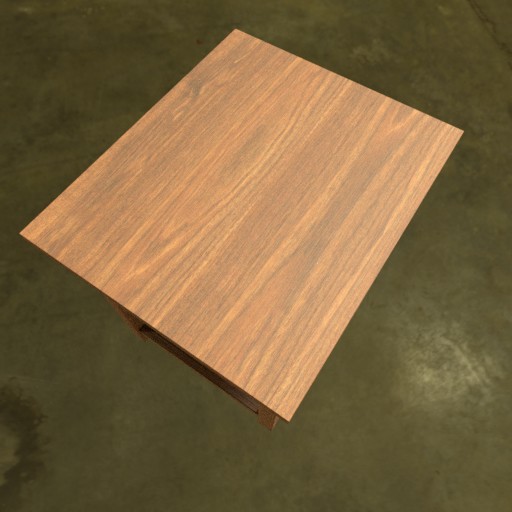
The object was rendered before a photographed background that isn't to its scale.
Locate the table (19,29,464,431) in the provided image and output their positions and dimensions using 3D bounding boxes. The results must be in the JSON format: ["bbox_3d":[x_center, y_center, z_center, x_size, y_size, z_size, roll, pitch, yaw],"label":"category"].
[{"bbox_3d":[0.000,0.000,1.115,0.559,0.635,0.660,31,67,15],"label":"table"}]
